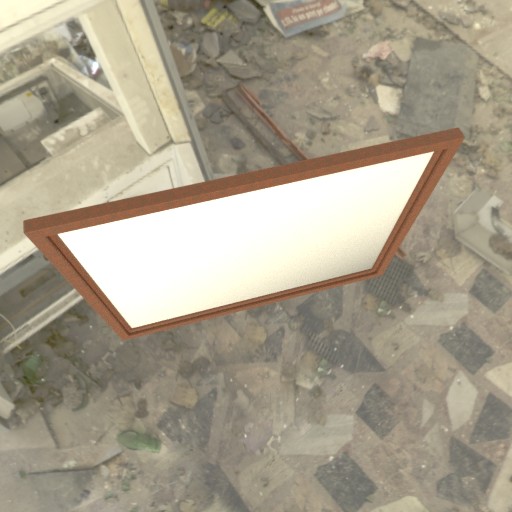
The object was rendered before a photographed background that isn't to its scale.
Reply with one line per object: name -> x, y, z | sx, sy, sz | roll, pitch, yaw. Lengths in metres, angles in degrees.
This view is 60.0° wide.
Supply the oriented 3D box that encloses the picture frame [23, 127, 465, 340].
picture frame -> 0.000, 0.000, 1.753 | 1.329, 1.018, 0.045 | -13, 63, -7
